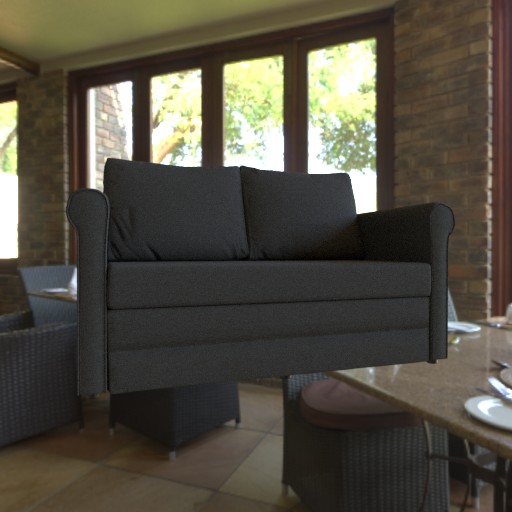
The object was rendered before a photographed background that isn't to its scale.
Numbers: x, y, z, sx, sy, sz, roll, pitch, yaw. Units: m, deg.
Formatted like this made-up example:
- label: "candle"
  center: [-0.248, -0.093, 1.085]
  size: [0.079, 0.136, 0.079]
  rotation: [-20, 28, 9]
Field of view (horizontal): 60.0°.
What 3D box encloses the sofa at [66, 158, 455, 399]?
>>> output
- label: "sofa"
  center: [0.000, 0.000, 1.893]
  size: [1.460, 0.872, 0.741]
  rotation: [0, 1, -19]
